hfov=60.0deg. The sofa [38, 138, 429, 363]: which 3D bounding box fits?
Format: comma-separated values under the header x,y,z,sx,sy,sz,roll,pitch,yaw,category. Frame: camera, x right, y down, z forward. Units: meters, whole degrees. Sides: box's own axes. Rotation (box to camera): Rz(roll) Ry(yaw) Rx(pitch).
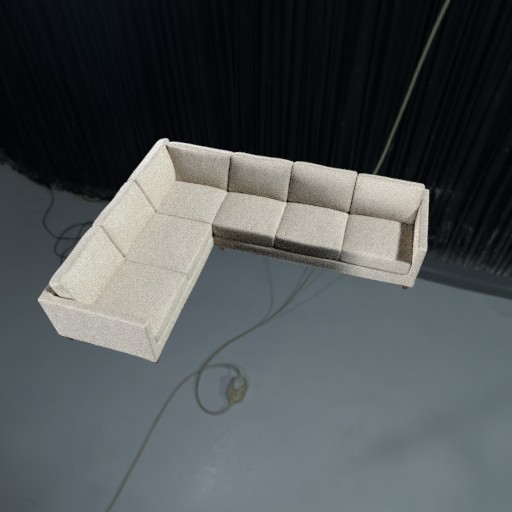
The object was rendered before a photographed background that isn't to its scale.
x,y,z,sx,sy,sz,roll,pitch,yaw,category
0.000,0.000,4.421,3.182,0.863,2.432,12,49,11,sofa
